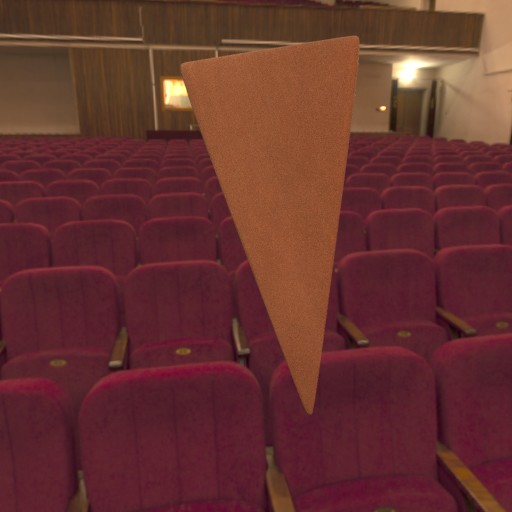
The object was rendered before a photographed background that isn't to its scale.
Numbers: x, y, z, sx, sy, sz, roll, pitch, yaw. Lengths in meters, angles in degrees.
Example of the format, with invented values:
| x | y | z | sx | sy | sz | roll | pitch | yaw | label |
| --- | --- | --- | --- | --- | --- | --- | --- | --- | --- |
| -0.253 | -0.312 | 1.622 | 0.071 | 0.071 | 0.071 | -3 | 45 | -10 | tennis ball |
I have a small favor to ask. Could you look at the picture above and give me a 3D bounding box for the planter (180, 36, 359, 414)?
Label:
| x | y | z | sx | sy | sz | roll | pitch | yaw | label |
| --- | --- | --- | --- | --- | --- | --- | --- | --- | --- |
| 0.000 | 0.000 | 0.266 | 0.081 | 0.224 | 0.101 | -2 | 15 | -9 | planter |
